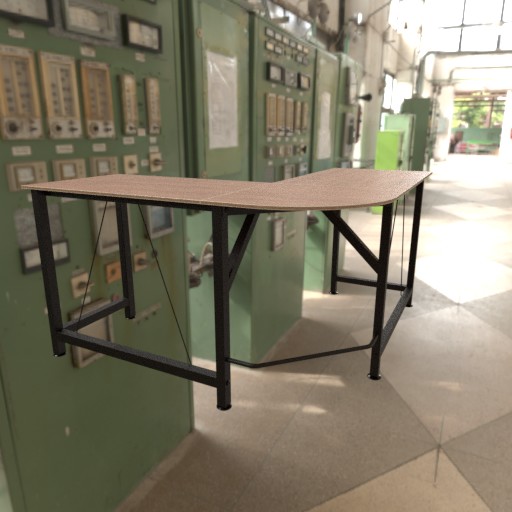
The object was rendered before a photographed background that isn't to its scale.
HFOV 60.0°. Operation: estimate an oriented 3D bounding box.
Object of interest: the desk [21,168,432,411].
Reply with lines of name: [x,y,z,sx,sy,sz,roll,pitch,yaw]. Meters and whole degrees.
desk: [0.000,0.000,2.176,1.400,0.762,1.400,8,18,26]
